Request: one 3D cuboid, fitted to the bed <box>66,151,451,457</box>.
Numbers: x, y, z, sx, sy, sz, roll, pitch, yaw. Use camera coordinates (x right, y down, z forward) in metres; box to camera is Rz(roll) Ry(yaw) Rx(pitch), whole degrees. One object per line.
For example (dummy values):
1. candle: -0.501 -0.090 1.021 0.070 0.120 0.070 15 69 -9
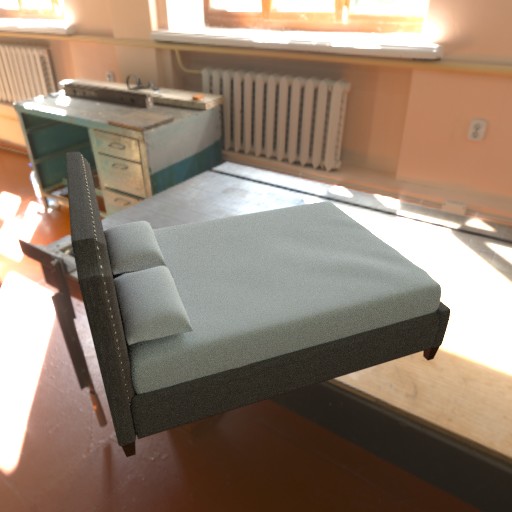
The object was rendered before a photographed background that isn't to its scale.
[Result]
1. bed: 0.000 0.000 3.347 2.381 1.457 1.713 -11 32 -18
